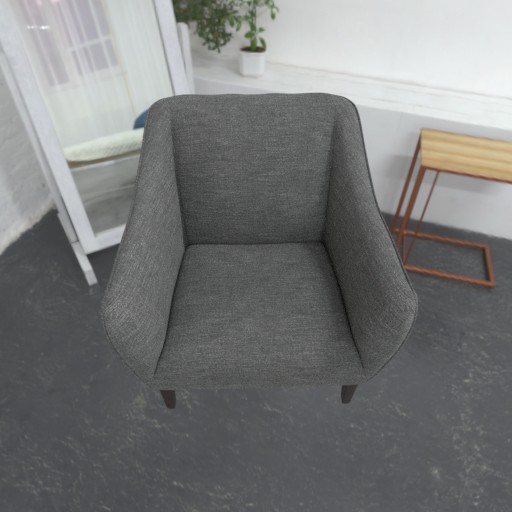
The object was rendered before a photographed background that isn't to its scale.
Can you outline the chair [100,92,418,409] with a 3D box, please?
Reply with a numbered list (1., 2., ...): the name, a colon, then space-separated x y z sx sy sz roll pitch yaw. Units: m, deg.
1. chair: 0.000 0.000 1.580 0.870 0.829 0.851 -1 45 -1
